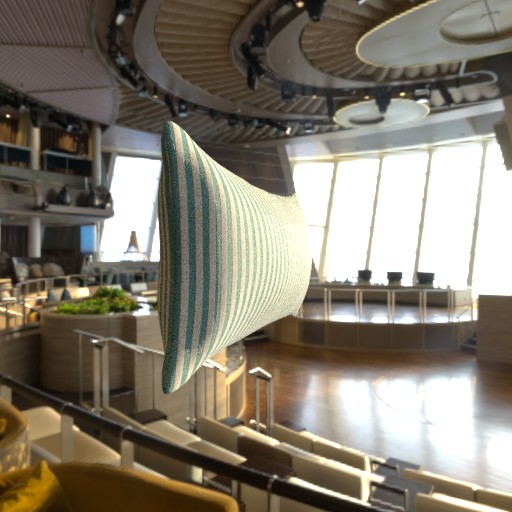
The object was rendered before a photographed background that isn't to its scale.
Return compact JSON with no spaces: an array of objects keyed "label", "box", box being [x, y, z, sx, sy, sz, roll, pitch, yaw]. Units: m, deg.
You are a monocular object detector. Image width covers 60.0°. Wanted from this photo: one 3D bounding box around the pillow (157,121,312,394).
[{"label":"pillow","box":[0.000,0.000,0.763,0.151,0.295,0.617,0,0,18]}]
